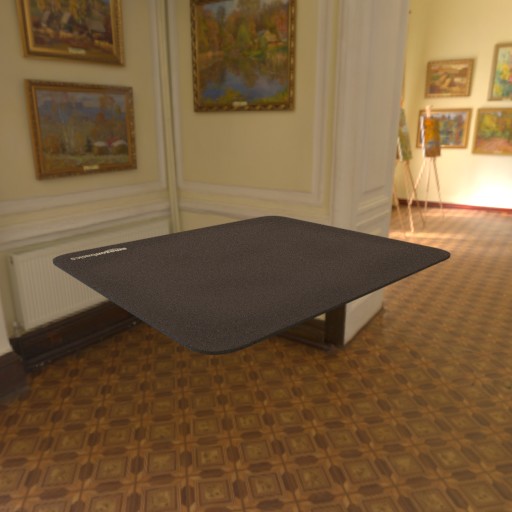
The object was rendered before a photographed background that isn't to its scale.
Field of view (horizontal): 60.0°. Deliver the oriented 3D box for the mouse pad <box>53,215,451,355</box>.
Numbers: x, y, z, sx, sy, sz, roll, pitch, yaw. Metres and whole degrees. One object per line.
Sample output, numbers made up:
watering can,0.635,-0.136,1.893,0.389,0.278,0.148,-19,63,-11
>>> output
mouse pad,0.000,0.000,0.349,0.249,0.002,0.211,-15,22,-41
